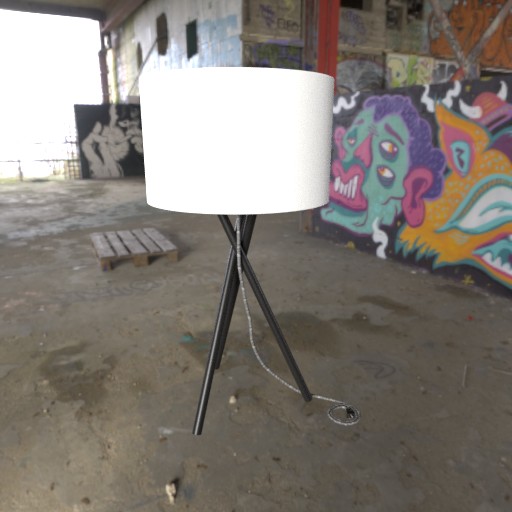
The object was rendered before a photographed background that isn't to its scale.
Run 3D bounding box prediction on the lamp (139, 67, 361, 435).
[{"bbox_3d":[0.000,0.000,0.914,0.422,0.674,0.353,-2,16,-9],"label":"lamp"}]
